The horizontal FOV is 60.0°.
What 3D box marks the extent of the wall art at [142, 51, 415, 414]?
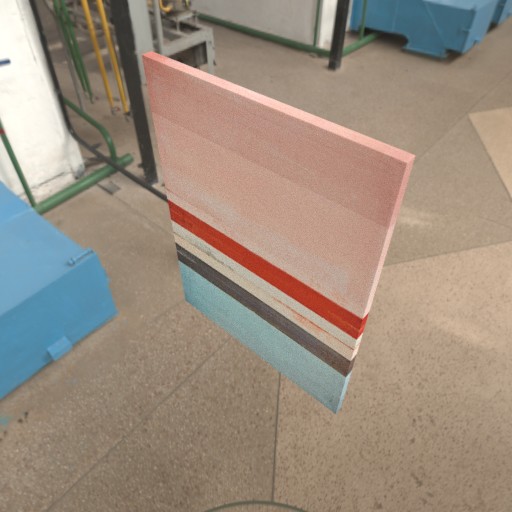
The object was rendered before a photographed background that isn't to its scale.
[{"bbox_3d":[0.000,0.000,1.352,0.761,1.016,0.039,32,53,28],"label":"wall art"}]
